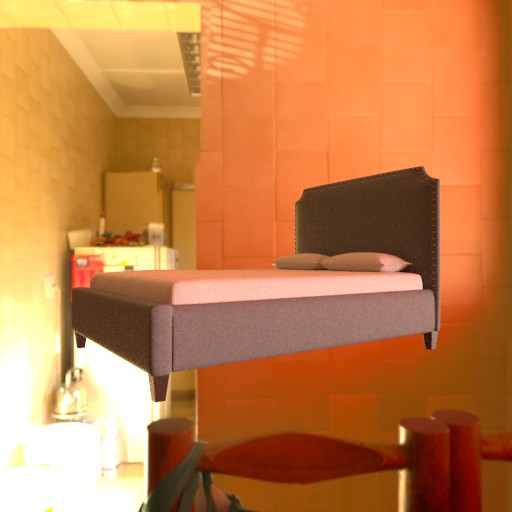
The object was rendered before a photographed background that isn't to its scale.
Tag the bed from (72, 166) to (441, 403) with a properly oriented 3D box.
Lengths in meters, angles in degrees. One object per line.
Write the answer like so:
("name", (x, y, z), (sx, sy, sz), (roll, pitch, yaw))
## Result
("bed", (0.000, 0.000, 3.468), (2.372, 1.443, 1.712), (0, -1, -35))
